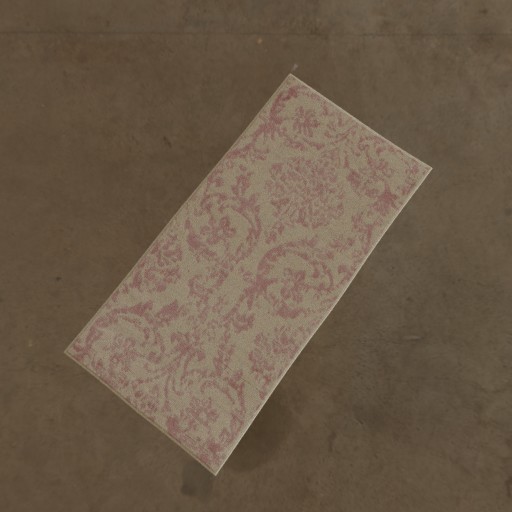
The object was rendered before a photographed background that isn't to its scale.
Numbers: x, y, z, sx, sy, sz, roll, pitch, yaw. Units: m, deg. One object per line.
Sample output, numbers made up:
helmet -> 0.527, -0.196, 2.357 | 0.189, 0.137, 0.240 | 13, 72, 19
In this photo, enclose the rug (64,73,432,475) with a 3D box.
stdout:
rug -> 0.000, 0.000, 1.455 | 0.604, 0.007, 1.219 | 36, 81, 7
